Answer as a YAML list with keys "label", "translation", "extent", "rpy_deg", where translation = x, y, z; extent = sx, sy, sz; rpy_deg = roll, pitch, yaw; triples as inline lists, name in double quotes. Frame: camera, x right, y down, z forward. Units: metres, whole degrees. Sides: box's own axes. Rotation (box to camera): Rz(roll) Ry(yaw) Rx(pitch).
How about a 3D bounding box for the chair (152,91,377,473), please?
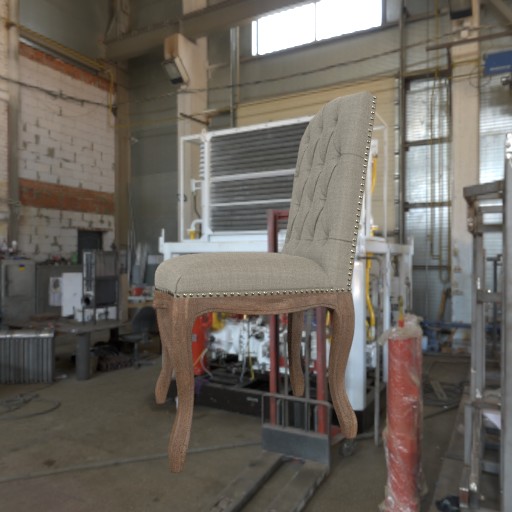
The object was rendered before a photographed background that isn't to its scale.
- label: "chair"
  translation: [0.000, 0.000, 1.608]
  extent: [0.731, 1.191, 0.637]
  rpy_deg: [0, 0, -16]
